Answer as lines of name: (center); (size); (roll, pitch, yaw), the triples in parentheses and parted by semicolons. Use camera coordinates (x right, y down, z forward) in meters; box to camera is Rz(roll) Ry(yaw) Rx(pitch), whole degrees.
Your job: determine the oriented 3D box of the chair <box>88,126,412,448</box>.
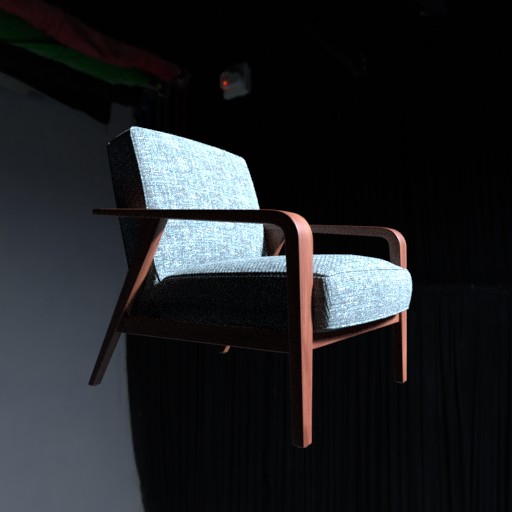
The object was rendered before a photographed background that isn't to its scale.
chair: (0.000, 0.000, 1.489); (0.889, 0.864, 0.719); (0, -1, 37)
